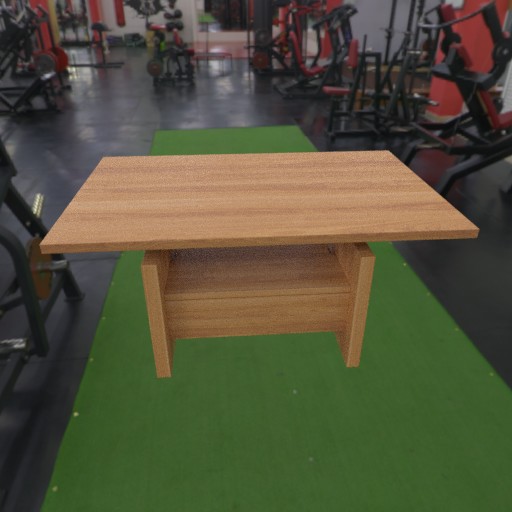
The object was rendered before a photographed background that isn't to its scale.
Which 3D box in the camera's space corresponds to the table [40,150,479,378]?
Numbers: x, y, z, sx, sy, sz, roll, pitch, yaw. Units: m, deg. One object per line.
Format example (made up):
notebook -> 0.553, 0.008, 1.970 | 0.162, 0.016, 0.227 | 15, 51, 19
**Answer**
table -> 0.000, 0.000, 1.532 | 1.100, 0.510, 0.700 | -2, 30, -4
